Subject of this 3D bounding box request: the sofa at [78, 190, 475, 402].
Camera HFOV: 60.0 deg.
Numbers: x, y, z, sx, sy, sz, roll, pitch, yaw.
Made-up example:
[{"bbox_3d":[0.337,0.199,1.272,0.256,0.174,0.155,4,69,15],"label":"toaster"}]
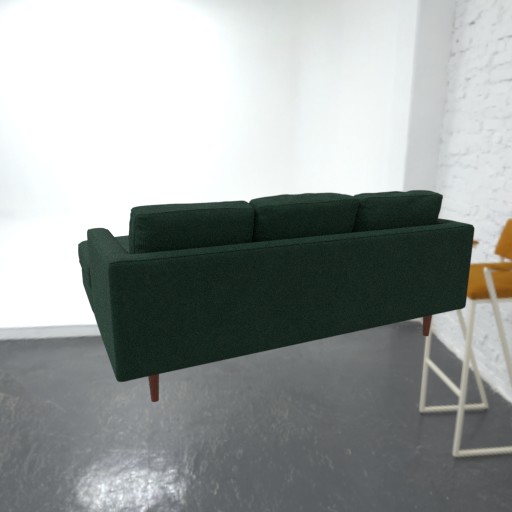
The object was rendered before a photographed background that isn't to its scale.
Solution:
[{"bbox_3d":[0.000,0.000,2.847,2.030,0.899,1.580,-6,15,-25],"label":"sofa"}]
